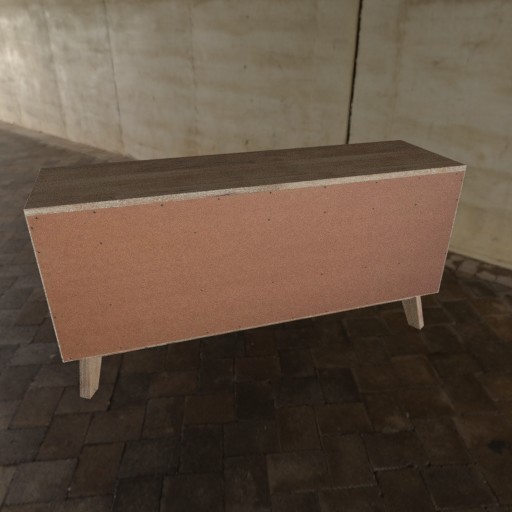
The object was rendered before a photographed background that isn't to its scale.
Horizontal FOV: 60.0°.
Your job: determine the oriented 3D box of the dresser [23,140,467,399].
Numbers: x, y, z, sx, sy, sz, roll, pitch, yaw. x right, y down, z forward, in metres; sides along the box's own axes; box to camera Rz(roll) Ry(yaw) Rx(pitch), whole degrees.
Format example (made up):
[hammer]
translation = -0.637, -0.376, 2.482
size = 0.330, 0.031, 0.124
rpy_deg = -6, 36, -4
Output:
[dresser]
translation = 0.000, 0.000, 1.914
size = 1.602, 0.788, 0.455
rpy_deg = -8, 29, -15
